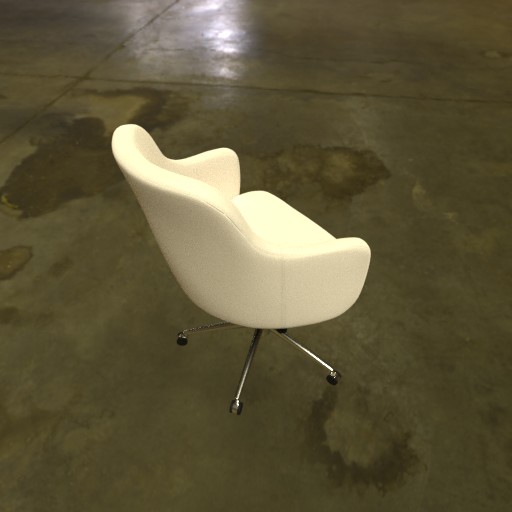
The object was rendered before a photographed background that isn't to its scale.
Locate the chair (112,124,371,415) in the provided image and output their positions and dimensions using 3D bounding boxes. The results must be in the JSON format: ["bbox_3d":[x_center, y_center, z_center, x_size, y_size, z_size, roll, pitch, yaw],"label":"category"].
[{"bbox_3d":[0.000,0.000,1.276,0.647,0.819,0.602,-26,47,-26],"label":"chair"}]
